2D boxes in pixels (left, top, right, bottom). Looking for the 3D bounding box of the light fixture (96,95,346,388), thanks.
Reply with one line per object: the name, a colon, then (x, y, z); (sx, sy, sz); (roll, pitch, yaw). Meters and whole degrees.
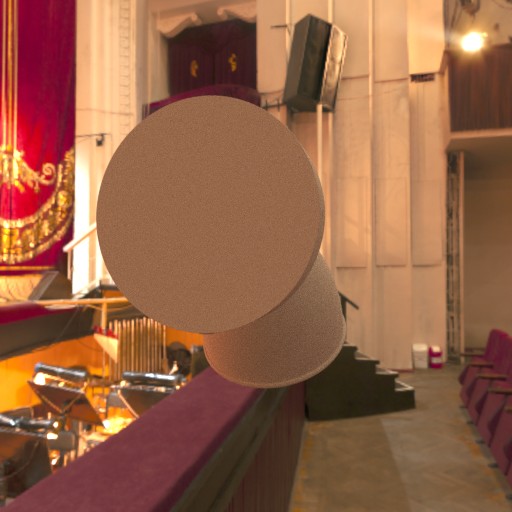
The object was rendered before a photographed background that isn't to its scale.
light fixture: (0.000, 0.000, 0.332); (0.127, 0.199, 0.209); (0, -1, 17)
